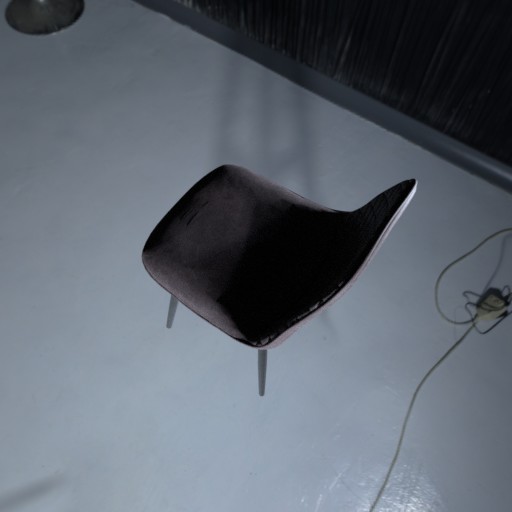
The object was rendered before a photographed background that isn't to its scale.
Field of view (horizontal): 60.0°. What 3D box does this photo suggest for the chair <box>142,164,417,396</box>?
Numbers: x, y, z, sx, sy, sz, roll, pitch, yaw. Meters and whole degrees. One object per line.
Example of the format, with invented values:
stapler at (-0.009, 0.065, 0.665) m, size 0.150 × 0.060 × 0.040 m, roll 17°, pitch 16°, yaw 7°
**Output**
chair at (0.000, 0.000, 1.203) m, size 0.561 × 0.889 × 0.472 m, roll 32°, pitch 68°, yaw 15°
